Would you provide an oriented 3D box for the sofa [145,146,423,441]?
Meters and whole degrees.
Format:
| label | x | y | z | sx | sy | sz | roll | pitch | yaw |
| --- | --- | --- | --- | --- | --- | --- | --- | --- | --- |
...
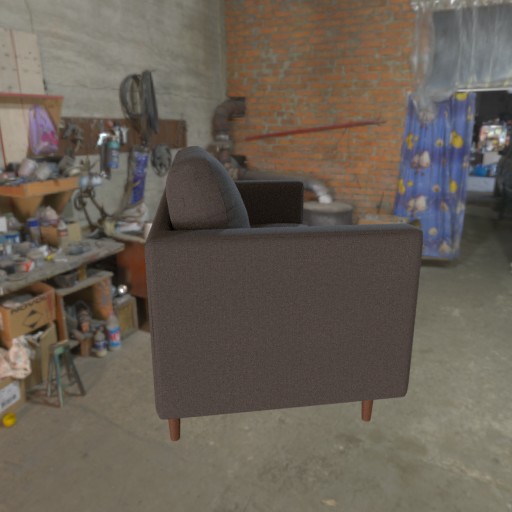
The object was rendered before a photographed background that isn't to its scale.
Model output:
| label | x | y | z | sx | sy | sz | roll | pitch | yaw |
| --- | --- | --- | --- | --- | --- | --- | --- | --- | --- |
| sofa | 0.000 | 0.000 | 1.912 | 0.796 | 0.908 | 1.430 | -2 | 16 | -9 |
